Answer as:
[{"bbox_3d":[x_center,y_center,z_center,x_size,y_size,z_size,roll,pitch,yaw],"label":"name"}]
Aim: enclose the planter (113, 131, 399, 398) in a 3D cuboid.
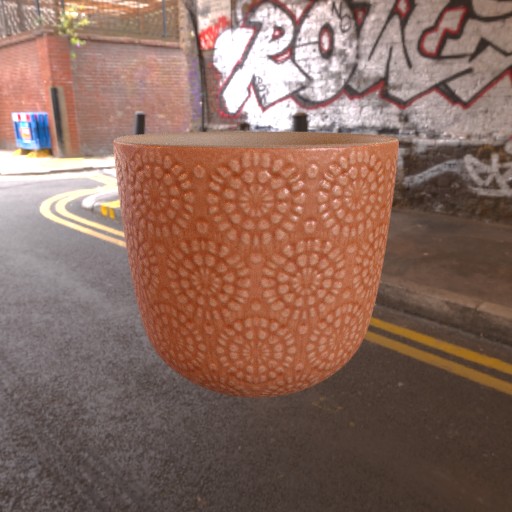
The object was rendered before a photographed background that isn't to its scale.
[{"bbox_3d":[0.000,0.000,0.365,0.208,0.190,0.208,0,18,0],"label":"planter"}]
